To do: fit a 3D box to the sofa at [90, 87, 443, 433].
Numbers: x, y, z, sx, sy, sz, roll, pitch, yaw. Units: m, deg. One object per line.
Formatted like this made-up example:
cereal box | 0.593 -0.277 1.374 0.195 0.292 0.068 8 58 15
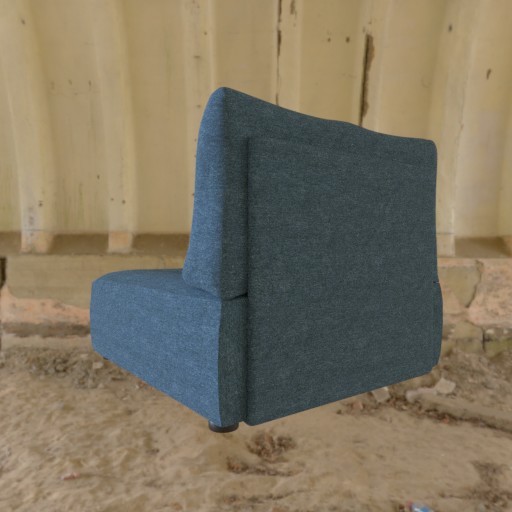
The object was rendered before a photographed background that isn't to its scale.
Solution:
sofa | 0.000 0.000 1.658 0.930 0.820 1.000 -1 1 -37
